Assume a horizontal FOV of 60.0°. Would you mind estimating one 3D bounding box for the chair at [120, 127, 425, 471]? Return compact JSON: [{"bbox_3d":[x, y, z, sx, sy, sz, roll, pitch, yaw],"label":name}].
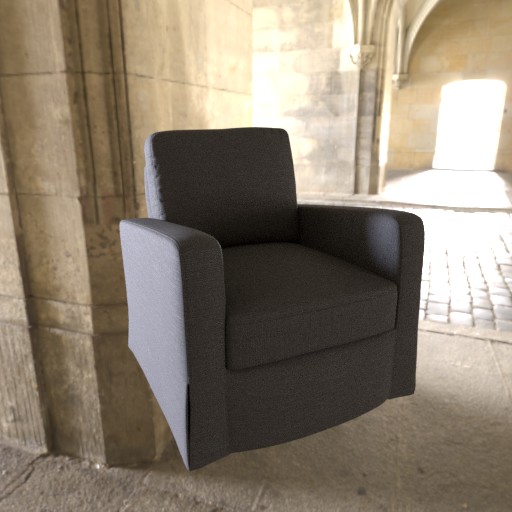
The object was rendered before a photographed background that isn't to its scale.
[{"bbox_3d":[0.000,0.000,1.532,0.798,0.855,0.863,-8,18,-25],"label":"chair"}]
